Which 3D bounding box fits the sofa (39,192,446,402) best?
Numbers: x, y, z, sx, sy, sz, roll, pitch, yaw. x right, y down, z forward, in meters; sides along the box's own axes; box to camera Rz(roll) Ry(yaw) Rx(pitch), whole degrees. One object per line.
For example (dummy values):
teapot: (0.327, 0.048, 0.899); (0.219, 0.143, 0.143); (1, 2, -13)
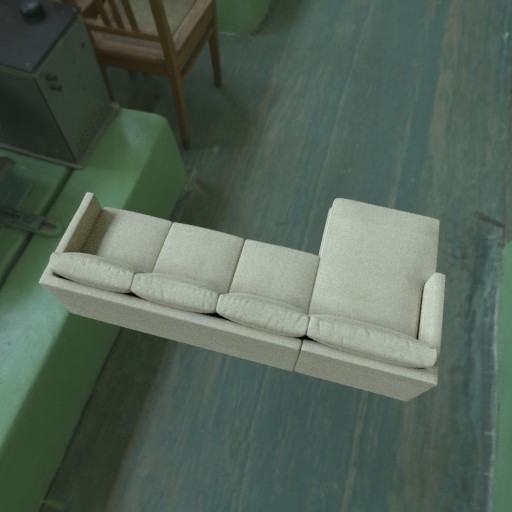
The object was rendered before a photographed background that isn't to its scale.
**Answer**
sofa: (0.000, 0.000, 3.974); (3.205, 0.922, 1.650); (13, 64, 7)
